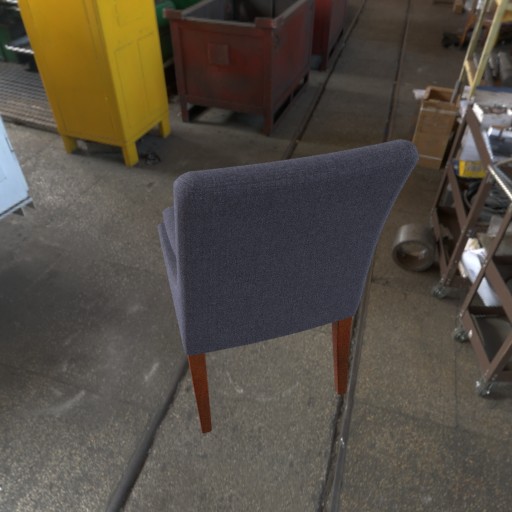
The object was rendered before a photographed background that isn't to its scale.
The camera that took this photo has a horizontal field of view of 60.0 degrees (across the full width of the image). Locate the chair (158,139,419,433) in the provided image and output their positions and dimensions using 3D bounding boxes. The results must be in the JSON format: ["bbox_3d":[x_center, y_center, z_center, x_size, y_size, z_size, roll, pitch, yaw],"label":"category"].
[{"bbox_3d":[0.000,0.000,1.286,0.508,0.952,0.655,-11,43,-12],"label":"chair"}]
